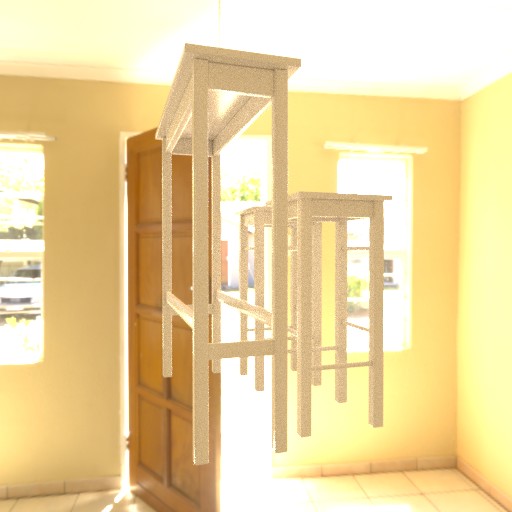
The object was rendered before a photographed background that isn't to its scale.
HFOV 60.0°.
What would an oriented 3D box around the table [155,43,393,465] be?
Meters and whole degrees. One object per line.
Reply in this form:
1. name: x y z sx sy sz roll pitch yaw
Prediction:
1. table: 0.000 0.000 1.629 0.650 1.065 0.915 0 1 -17
